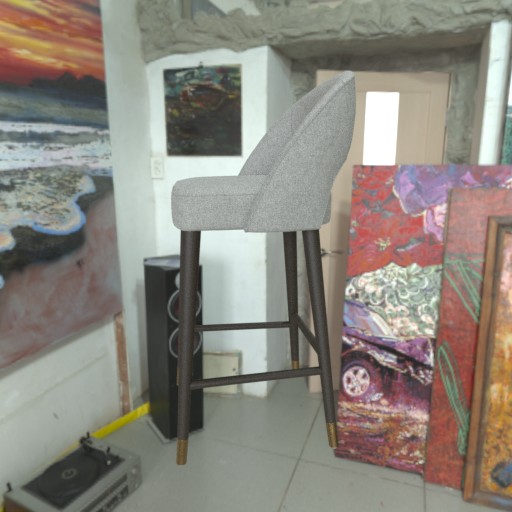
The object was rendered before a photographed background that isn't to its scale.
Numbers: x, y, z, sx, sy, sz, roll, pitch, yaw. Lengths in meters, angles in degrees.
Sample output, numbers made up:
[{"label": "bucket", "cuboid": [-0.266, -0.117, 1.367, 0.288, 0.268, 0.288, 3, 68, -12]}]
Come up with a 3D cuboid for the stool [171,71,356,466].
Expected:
[{"label": "stool", "cuboid": [0.000, 0.000, 1.330, 0.509, 1.037, 0.494, -2, 13, -9]}]
